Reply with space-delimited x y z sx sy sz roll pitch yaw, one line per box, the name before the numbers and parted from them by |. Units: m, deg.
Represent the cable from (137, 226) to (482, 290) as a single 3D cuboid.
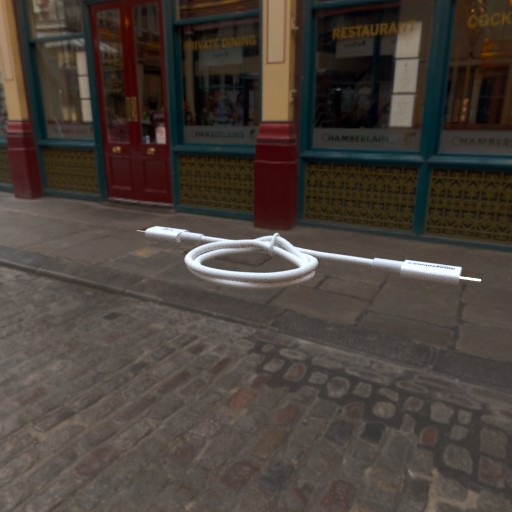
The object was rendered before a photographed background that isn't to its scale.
cable | 0.000 0.000 0.224 0.203 0.014 0.070 9 18 28
